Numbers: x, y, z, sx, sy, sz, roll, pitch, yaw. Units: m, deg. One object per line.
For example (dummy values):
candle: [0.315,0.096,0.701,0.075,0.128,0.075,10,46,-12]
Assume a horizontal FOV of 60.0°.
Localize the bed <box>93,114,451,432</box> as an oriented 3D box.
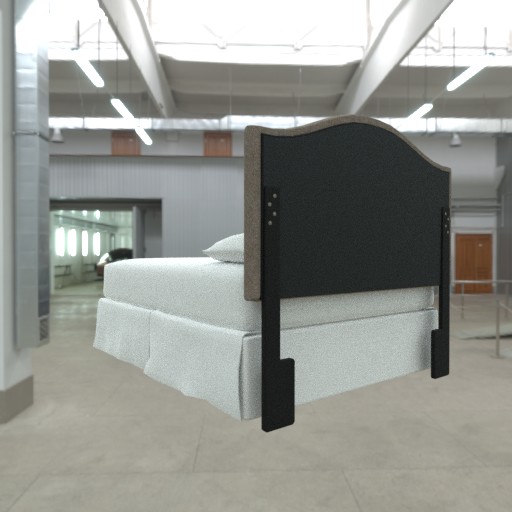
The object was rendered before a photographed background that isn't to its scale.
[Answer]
bed: [0.000,0.000,3.243,1.713,1.518,2.153,0,1,-37]
